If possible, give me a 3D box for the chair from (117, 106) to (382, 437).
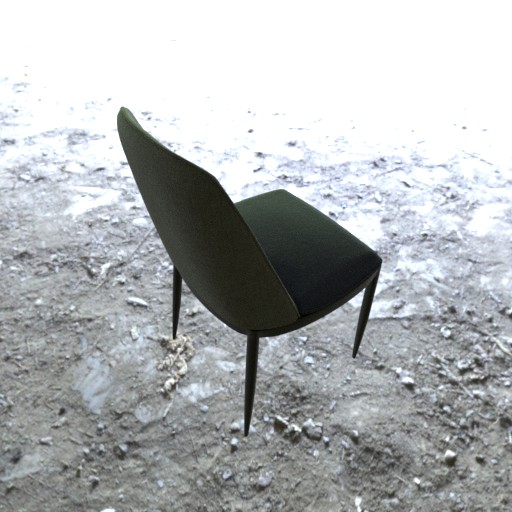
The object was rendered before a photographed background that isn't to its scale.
[{"bbox_3d":[0.000,0.000,1.194,0.550,0.855,0.488,-25,47,-27],"label":"chair"}]
